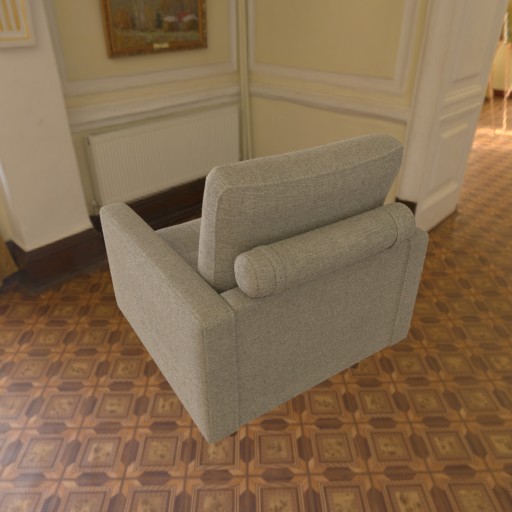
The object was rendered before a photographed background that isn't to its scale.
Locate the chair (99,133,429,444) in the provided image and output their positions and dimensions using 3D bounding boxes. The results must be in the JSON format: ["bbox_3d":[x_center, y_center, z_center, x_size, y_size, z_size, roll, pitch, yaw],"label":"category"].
[{"bbox_3d":[0.000,0.000,1.535,0.821,0.880,0.843,-19,35,-28],"label":"chair"}]
